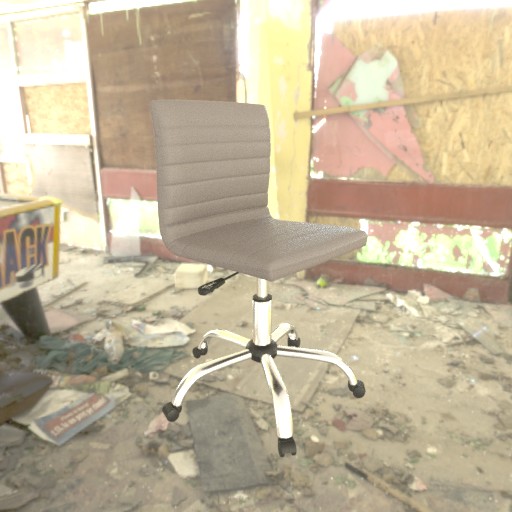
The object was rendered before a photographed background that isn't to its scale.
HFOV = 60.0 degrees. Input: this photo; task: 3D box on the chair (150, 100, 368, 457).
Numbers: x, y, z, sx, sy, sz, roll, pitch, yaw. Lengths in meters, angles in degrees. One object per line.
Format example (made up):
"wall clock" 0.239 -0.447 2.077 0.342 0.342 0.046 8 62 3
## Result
"chair" 0.000 0.000 1.167 0.530 0.780 0.556 15 22 41
